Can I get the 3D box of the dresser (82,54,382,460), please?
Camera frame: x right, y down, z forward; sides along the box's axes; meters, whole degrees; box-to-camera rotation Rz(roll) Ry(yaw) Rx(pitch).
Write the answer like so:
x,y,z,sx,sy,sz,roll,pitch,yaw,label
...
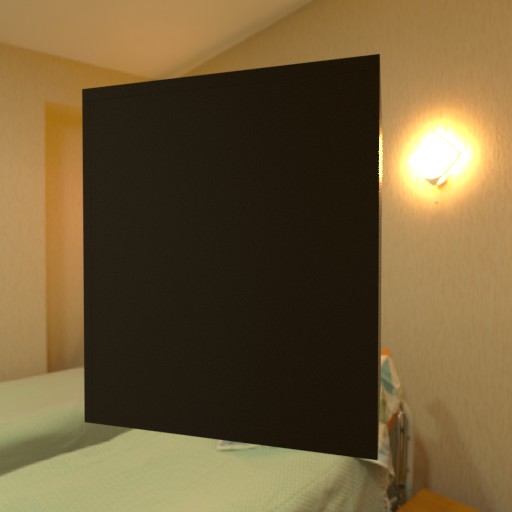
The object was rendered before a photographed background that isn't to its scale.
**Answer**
x,y,z,sx,sy,sz,roll,pitch,yaw,label
0.000,0.000,0.739,0.400,0.470,0.360,0,1,16,dresser
